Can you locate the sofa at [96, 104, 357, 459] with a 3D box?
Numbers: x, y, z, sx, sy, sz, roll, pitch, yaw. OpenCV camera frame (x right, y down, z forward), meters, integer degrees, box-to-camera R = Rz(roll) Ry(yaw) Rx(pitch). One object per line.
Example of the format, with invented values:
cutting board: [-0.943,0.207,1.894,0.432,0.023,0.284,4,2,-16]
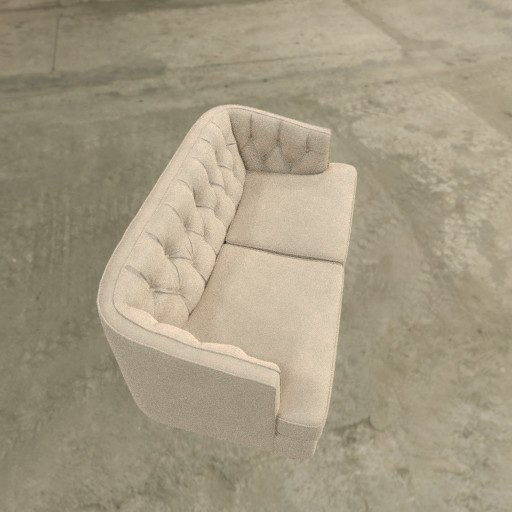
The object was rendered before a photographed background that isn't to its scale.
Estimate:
sofa: [0.000,0.000,2.317,0.940,0.878,1.731,10,47,9]
